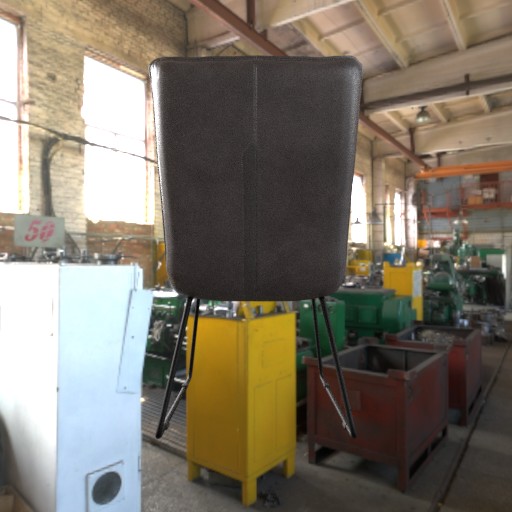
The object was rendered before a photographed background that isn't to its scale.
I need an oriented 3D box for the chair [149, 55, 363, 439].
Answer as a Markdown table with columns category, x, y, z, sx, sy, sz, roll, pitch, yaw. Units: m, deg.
| category | x | y | z | sx | sy | sz | roll | pitch | yaw |
| --- | --- | --- | --- | --- | --- | --- | --- | --- | --- |
| chair | 0.000 | 0.000 | 1.338 | 0.515 | 0.932 | 0.688 | 0 | 0 | 0 |
